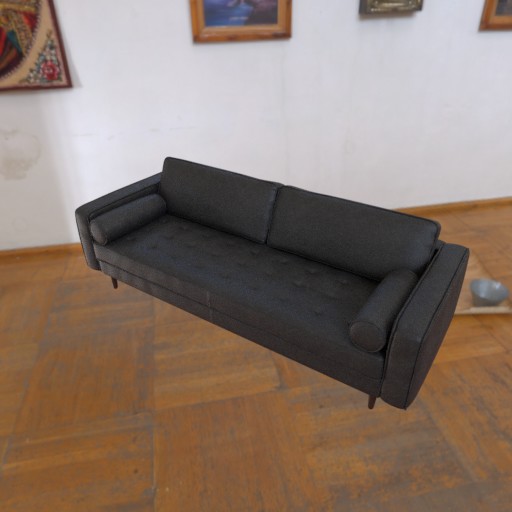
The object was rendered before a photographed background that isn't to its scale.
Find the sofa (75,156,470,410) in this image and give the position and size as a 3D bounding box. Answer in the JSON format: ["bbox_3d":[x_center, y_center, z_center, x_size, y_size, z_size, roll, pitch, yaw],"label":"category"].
[{"bbox_3d":[0.000,0.000,2.658,2.210,0.762,0.914,19,36,28],"label":"sofa"}]
